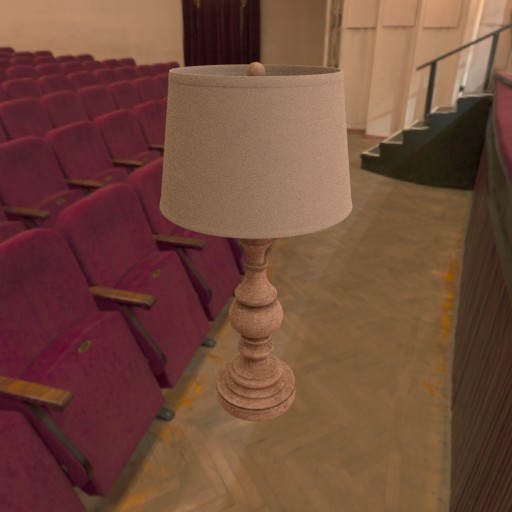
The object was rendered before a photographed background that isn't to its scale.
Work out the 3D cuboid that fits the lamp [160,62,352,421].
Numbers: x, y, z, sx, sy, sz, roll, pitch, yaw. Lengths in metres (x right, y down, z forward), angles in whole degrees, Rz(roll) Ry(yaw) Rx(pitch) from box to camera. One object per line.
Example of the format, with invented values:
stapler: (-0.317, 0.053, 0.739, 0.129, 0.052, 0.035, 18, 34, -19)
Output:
lamp: (0.000, 0.000, 0.846, 0.340, 0.678, 0.340, 0, 26, 0)
